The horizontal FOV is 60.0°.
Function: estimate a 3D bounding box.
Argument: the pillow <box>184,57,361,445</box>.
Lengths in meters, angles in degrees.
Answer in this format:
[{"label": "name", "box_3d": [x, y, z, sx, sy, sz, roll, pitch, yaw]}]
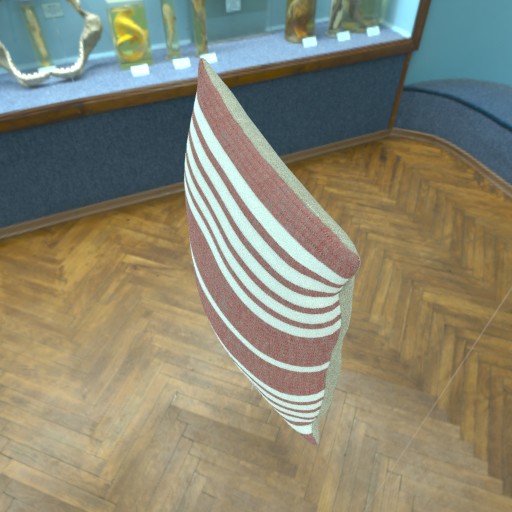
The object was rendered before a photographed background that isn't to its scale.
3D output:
[{"label": "pillow", "box_3d": [0.000, 0.000, 0.659, 0.182, 0.427, 0.439, -17, 49, -15]}]
